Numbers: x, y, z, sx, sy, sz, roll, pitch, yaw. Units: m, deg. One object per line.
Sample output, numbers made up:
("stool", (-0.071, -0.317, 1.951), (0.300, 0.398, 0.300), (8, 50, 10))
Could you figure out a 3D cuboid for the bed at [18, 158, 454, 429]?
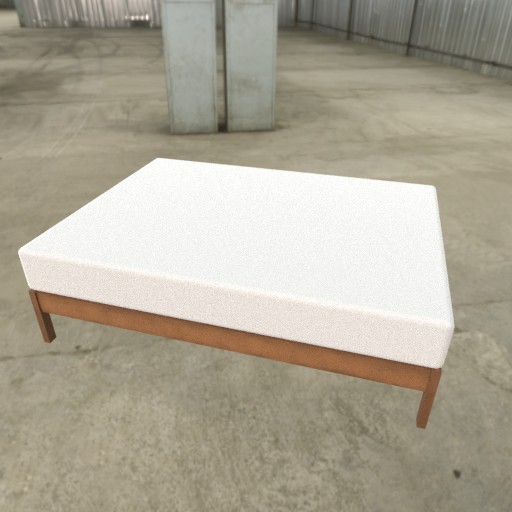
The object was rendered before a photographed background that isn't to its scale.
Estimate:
("bed", (0.000, 0.000, 2.718), (2.050, 0.593, 1.529), (9, 32, 14))
